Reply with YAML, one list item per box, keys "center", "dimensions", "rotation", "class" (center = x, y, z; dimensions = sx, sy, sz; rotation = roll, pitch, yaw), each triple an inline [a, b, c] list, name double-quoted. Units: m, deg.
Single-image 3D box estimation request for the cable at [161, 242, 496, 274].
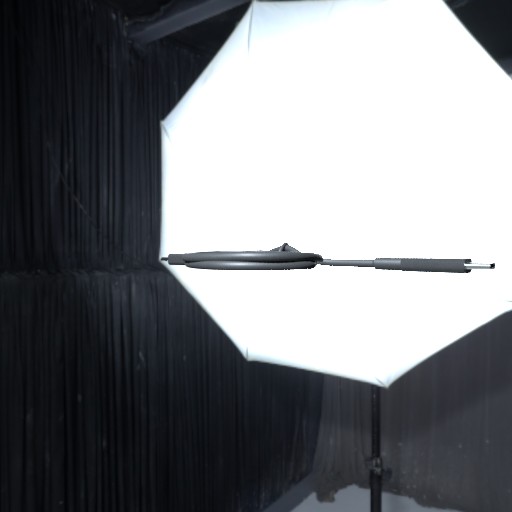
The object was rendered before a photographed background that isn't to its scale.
- center: [0.000, 0.000, 0.210]
  dimensions: [0.192, 0.014, 0.070]
  rotation: [1, 1, 38]
  class: "cable"
